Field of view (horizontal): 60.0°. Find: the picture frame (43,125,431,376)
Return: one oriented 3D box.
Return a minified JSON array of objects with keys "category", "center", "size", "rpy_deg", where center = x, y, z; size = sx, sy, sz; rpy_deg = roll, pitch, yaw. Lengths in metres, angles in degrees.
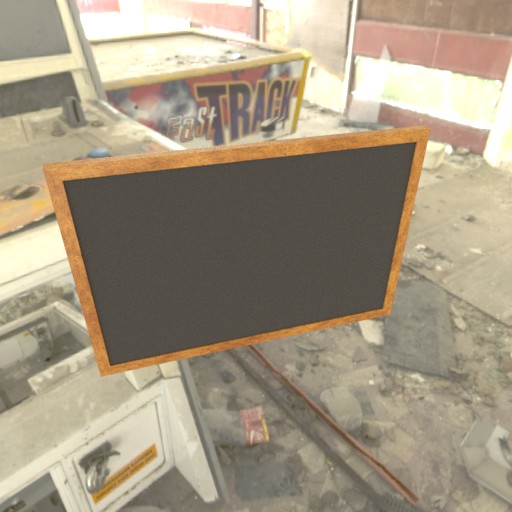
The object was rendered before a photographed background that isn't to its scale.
[{"category":"picture frame","center":[0.000,0.000,1.202],"size":[0.922,0.621,0.029],"rpy_deg":[-9,34,-14]}]
